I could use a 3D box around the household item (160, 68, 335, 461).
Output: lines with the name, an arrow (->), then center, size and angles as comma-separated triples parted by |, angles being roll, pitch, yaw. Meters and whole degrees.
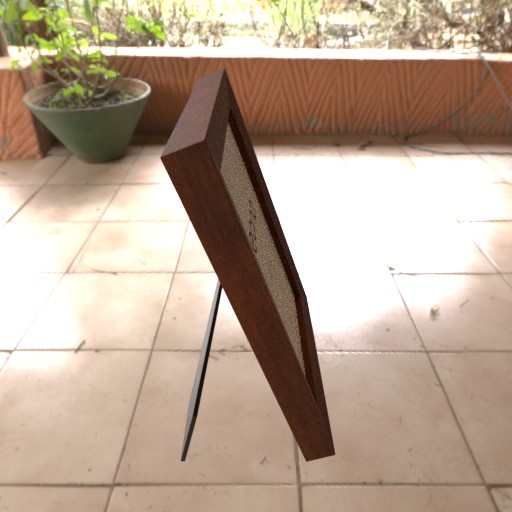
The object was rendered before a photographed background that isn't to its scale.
household item -> 0.000, 0.000, 0.290 | 0.096, 0.204, 0.160 | 0, 32, -1
